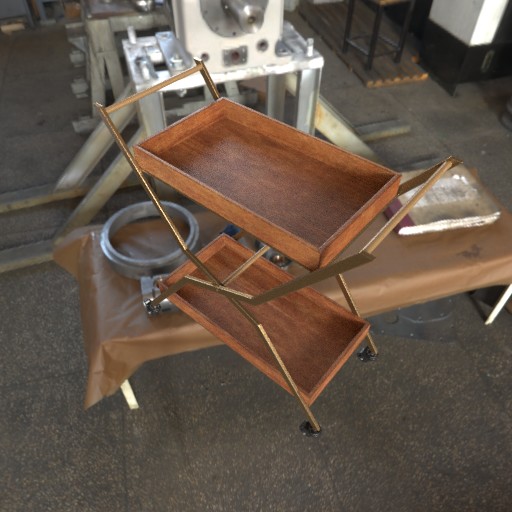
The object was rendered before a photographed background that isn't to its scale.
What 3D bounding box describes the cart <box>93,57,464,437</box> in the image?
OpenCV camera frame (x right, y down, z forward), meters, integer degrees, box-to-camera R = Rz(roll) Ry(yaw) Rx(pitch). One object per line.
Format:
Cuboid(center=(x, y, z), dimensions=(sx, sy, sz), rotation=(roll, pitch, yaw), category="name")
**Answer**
Cuboid(center=(0.000, 0.000, 1.342), dimensions=(0.836, 0.869, 0.405), rotation=(32, 55, 26), category="cart")
